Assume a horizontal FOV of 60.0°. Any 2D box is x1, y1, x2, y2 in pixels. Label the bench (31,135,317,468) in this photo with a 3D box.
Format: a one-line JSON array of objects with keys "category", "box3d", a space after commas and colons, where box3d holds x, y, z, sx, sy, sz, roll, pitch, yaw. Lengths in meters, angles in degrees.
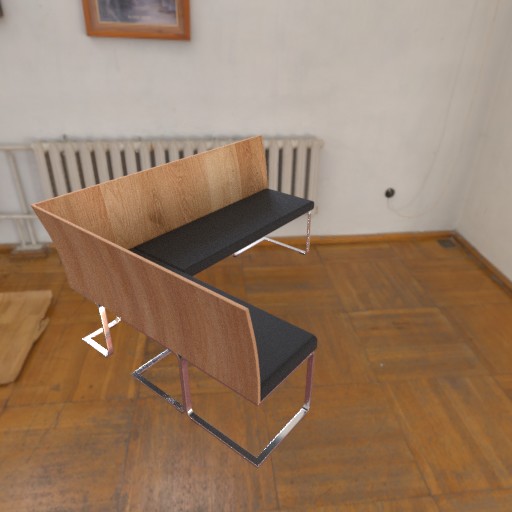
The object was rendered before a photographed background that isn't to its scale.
[{"category": "bench", "box3d": [0.000, 0.000, 2.815, 1.495, 0.930, 1.945, 22, 36, 34]}]
